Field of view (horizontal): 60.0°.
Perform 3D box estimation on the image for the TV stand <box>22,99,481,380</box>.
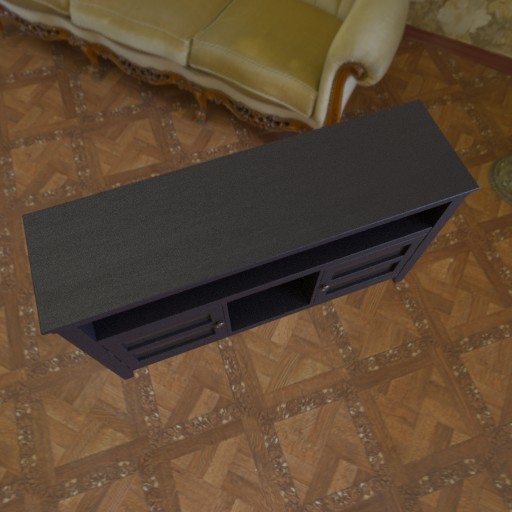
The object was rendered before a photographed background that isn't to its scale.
[{"bbox_3d":[0.000,0.000,1.500,1.198,0.681,0.347,-18,66,-9],"label":"TV stand"}]
